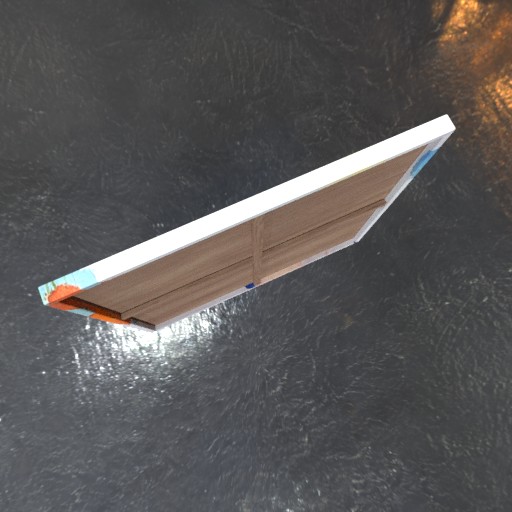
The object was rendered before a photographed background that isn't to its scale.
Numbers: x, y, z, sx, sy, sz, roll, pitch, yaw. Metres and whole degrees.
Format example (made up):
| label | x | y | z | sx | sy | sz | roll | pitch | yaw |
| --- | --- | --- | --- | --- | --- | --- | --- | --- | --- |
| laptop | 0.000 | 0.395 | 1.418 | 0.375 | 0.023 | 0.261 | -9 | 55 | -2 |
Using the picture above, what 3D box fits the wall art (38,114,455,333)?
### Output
| label | x | y | z | sx | sy | sz | roll | pitch | yaw |
| --- | --- | --- | --- | --- | --- | --- | --- | --- | --- |
| wall art | 0.000 | 0.000 | 1.496 | 1.017 | 1.017 | 0.044 | -24 | 78 | -5 |
